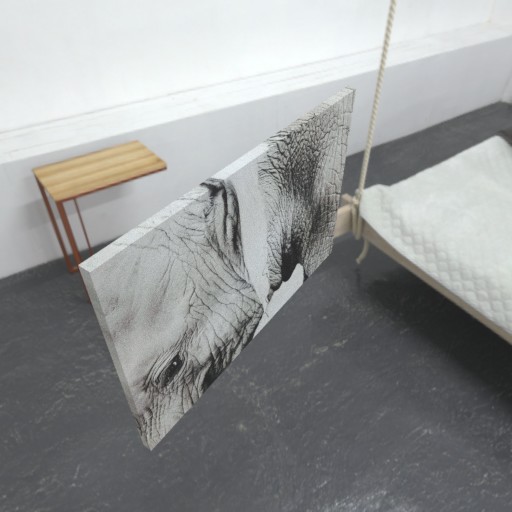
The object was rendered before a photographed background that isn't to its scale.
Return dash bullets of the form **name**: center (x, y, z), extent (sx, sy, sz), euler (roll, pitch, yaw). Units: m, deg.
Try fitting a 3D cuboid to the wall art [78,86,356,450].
- **wall art**: center (0.000, 0.000, 1.457), extent (0.035, 0.758, 1.141), euler (26, 48, 26)
